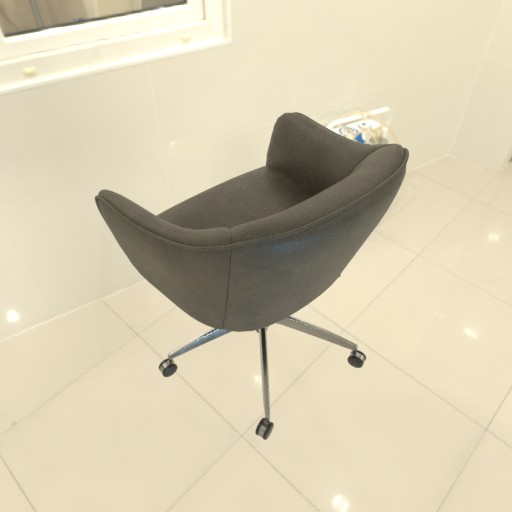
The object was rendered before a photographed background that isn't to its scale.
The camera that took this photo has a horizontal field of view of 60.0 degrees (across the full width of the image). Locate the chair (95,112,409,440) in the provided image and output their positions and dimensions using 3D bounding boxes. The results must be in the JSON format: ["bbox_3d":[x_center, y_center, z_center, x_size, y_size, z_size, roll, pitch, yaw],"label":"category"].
[{"bbox_3d":[0.000,0.000,1.335,0.713,0.827,0.689,-31,53,-26],"label":"chair"}]
